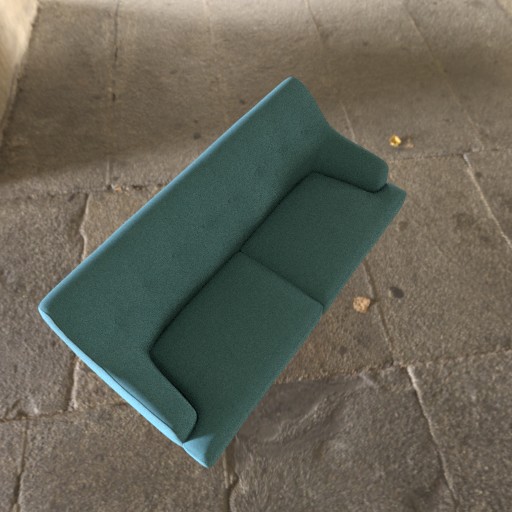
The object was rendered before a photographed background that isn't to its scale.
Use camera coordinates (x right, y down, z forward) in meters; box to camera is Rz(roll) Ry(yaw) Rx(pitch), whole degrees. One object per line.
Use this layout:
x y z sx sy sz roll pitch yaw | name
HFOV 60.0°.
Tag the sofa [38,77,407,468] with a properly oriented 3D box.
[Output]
0.000 0.000 2.565 0.978 0.871 2.057 33 64 18 | sofa
